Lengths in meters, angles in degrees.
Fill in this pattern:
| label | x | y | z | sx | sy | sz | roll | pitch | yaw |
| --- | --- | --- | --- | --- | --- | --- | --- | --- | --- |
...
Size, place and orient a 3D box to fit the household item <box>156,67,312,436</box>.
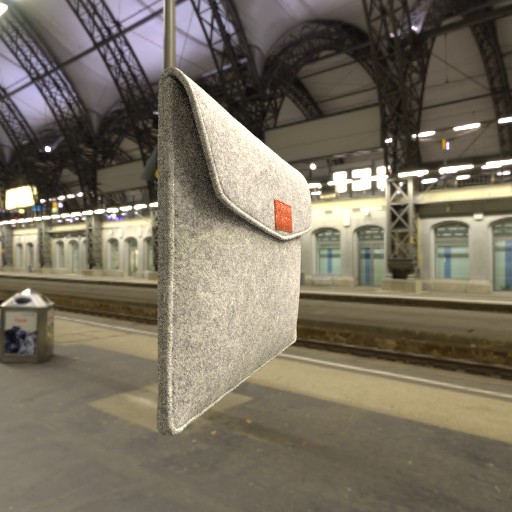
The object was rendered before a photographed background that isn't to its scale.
| label | x | y | z | sx | sy | sz | roll | pitch | yaw |
| --- | --- | --- | --- | --- | --- | --- | --- | --- | --- |
| household item | 0.000 | 0.000 | 0.419 | 0.057 | 0.221 | 0.335 | 0 | 0 | 18 |
